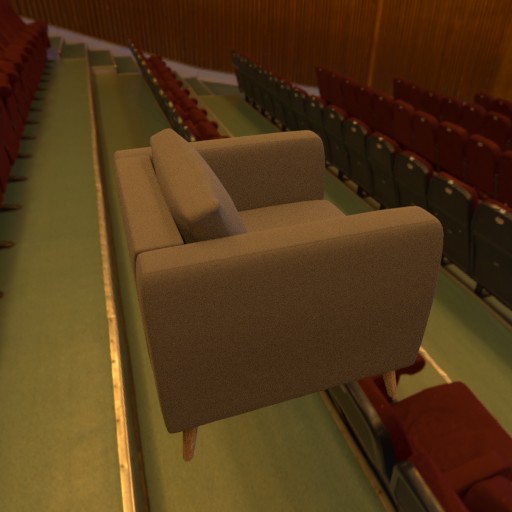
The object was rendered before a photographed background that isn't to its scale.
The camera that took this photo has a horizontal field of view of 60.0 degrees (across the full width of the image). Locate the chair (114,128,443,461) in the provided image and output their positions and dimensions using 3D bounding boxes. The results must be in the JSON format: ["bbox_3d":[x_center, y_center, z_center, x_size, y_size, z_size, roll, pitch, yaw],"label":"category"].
[{"bbox_3d":[0.000,0.000,1.722,0.930,0.860,1.000,-11,35,-16],"label":"chair"}]
